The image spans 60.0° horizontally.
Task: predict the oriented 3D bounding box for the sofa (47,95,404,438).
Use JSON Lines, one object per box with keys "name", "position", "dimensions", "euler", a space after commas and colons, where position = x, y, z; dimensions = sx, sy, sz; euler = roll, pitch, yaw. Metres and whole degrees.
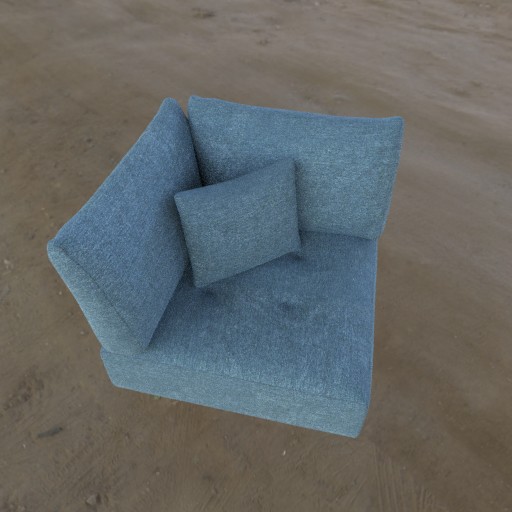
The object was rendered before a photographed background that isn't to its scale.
{"name": "sofa", "position": [0.000, 0.000, 1.745], "dimensions": [1.000, 0.820, 1.000], "euler": [9, 45, 9]}
